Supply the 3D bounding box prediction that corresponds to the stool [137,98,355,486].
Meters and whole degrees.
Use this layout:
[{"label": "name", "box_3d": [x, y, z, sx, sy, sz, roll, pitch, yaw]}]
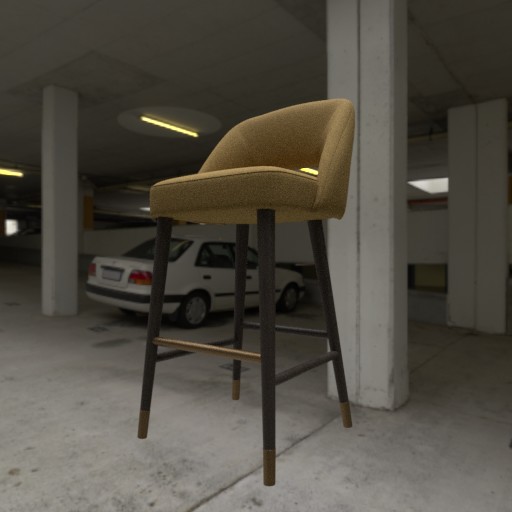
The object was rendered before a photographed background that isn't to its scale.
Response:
[{"label": "stool", "box_3d": [0.000, 0.000, 1.329, 0.536, 1.032, 0.522, 0, 0, 36]}]
